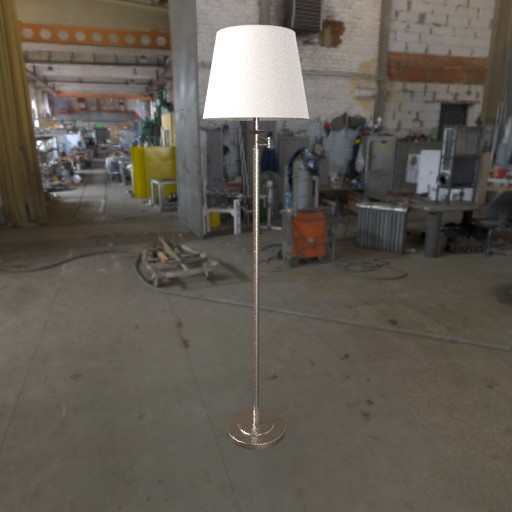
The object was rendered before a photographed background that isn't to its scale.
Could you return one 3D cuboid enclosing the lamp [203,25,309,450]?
[{"bbox_3d":[0.000,0.000,1.615,0.355,1.473,0.355,0,16,0],"label":"lamp"}]
